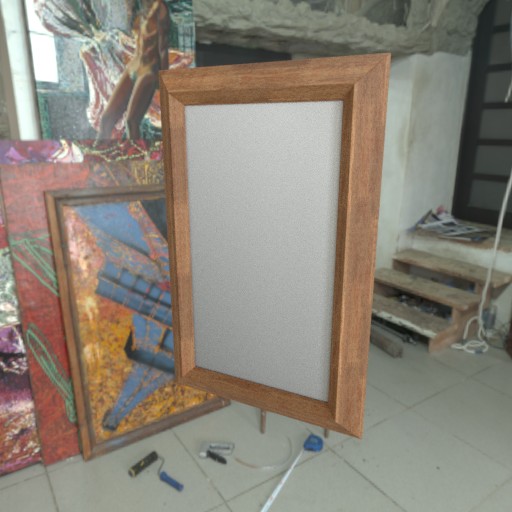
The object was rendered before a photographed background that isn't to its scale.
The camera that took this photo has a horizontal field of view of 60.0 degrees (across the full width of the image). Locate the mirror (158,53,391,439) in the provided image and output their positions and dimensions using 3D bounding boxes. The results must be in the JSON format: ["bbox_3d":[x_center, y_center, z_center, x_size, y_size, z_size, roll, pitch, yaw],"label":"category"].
[{"bbox_3d":[0.000,0.000,1.244,0.651,1.010,0.047,8,17,26],"label":"mirror"}]
